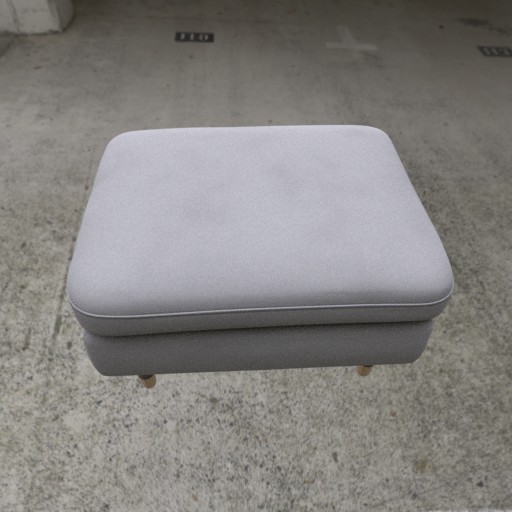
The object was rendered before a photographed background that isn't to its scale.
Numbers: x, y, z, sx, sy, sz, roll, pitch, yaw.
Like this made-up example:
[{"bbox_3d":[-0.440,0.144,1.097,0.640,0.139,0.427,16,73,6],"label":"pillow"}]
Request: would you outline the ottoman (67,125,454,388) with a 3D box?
[{"bbox_3d":[0.000,0.000,1.106,0.747,0.478,0.593,-3,47,-2],"label":"ottoman"}]
